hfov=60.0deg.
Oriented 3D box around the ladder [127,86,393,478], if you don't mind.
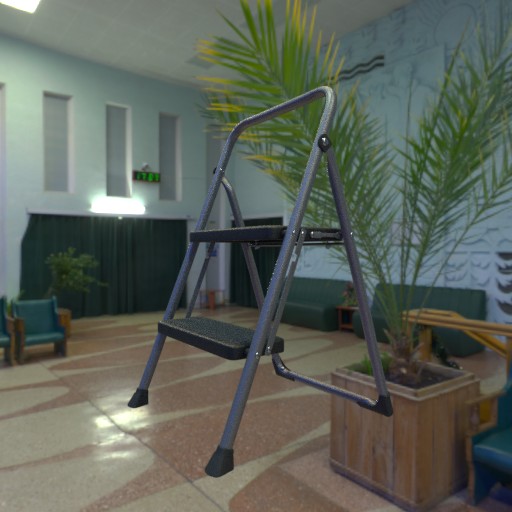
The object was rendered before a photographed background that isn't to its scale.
[{"bbox_3d":[0.000,0.000,1.028,0.472,0.720,0.430,-1,1,-35],"label":"ladder"}]
